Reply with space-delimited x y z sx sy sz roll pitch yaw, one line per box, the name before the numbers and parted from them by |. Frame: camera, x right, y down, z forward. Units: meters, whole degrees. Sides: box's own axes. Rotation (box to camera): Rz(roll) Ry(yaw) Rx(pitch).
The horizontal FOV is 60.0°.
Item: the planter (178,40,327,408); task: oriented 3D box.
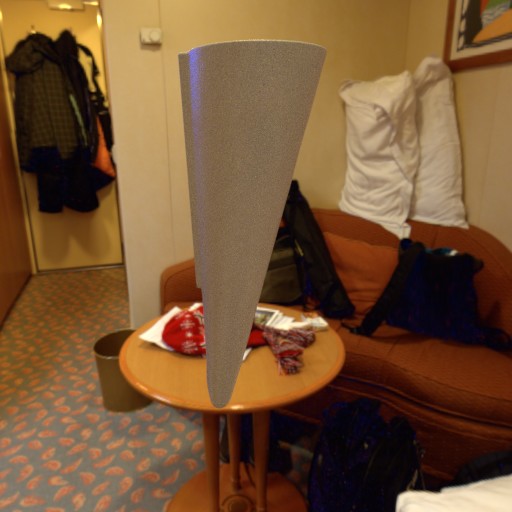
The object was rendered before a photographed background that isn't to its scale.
planter | 0.000 0.000 0.226 0.064 0.191 0.057 8 17 26
